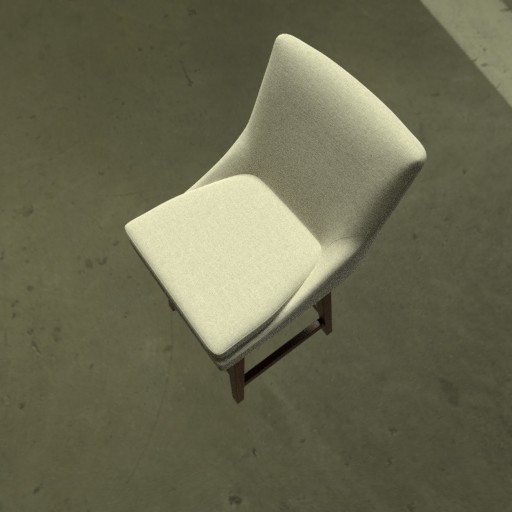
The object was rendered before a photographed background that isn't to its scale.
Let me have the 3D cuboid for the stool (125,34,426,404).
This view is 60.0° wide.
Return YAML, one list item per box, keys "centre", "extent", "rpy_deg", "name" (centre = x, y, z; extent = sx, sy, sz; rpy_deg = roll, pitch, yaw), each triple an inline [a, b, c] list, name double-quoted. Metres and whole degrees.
- centre: [0.000, 0.000, 1.293]
  extent: [0.559, 0.991, 0.469]
  rpy_deg: [-34, 68, -16]
  name: "stool"
